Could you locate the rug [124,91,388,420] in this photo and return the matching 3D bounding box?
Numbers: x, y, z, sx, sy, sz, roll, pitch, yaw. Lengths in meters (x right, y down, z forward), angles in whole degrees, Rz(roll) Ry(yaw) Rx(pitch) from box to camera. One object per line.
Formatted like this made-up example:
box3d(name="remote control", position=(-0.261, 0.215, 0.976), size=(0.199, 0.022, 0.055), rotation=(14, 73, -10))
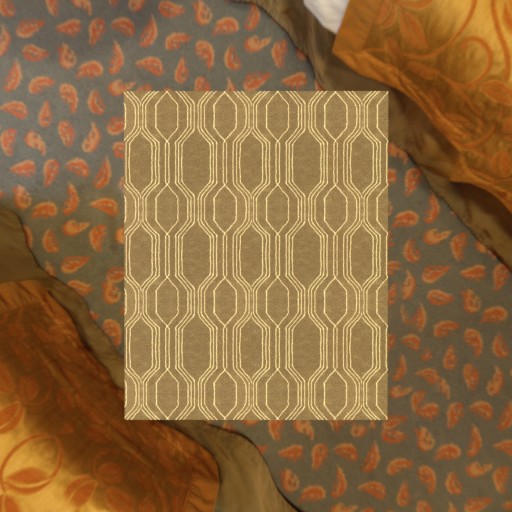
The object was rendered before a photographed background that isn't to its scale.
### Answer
box3d(name="rug", position=(0.000, 0.000, 4.130), size=(2.457, 0.012, 3.062), rotation=(0, 90, 0))
